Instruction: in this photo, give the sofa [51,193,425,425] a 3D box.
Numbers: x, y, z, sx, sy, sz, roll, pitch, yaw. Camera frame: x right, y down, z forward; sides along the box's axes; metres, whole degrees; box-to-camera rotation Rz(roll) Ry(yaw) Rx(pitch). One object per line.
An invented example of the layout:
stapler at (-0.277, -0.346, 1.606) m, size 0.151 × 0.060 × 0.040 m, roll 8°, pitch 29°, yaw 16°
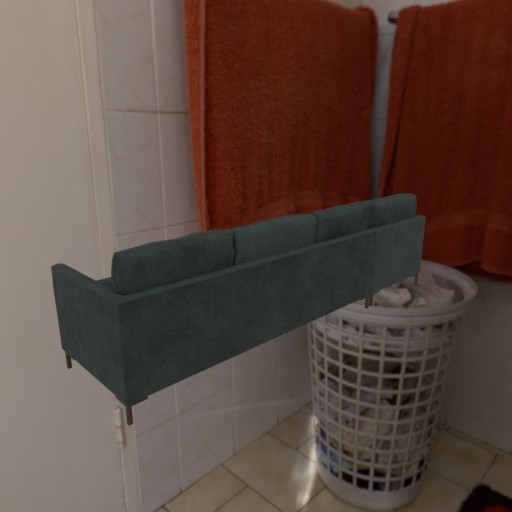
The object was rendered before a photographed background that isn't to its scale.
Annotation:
sofa at (0.000, 0.000, 3.941) m, size 3.400 × 0.967 × 1.500 m, roll -15°, pitch 22°, yaw -42°
